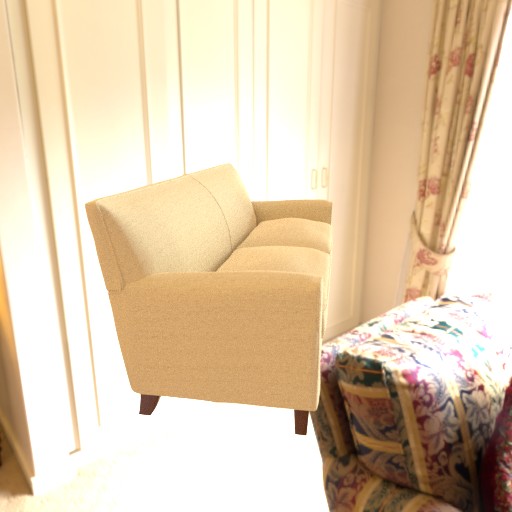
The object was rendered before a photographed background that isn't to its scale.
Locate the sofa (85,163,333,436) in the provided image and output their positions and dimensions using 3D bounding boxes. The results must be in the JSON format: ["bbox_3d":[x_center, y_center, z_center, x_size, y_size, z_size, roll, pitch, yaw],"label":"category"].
[{"bbox_3d":[0.000,0.000,2.504,0.841,0.907,2.001,3,16,10],"label":"sofa"}]
